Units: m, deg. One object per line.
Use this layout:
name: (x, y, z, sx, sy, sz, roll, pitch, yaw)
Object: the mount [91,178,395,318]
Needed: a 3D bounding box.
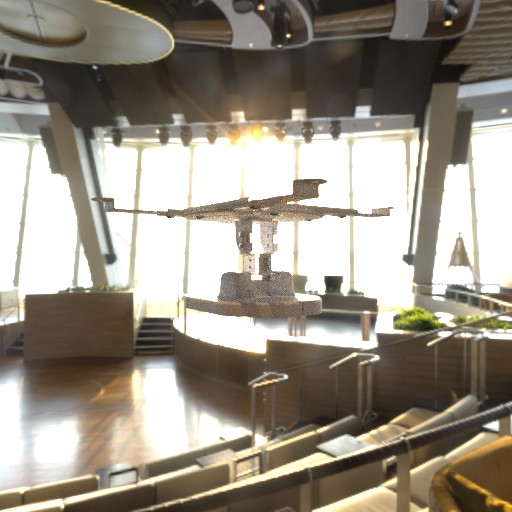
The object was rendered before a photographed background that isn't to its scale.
mount: (0.000, 0.000, 0.599, 0.394, 0.141, 0.394, 0, 0, -36)
